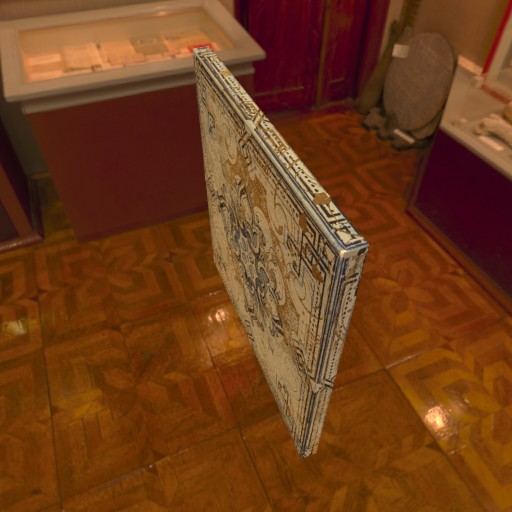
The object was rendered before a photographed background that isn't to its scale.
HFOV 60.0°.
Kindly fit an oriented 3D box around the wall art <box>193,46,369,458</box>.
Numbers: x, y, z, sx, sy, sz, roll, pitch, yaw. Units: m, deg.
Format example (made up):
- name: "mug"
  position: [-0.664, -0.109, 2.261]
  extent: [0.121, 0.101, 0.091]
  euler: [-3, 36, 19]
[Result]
- name: "wall art"
  position: [0.000, 0.000, 0.900]
  extent: [0.036, 0.607, 0.609]
  euler: [-15, 48, -15]
